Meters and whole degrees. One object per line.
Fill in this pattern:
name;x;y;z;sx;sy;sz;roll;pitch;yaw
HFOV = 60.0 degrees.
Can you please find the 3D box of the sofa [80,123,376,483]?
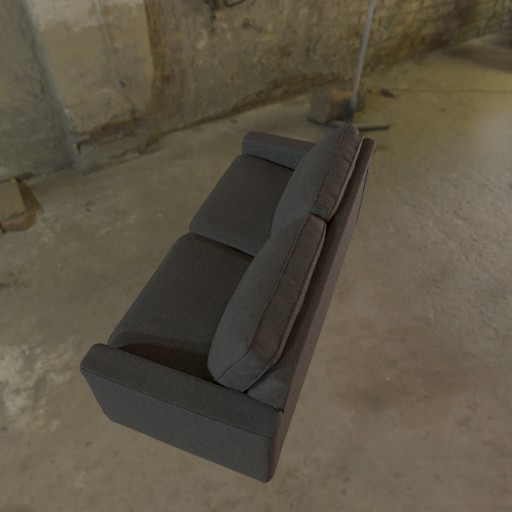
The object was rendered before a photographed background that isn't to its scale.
sofa;0.000;0.000;2.568;0.940;0.919;2.080;15;49;14
